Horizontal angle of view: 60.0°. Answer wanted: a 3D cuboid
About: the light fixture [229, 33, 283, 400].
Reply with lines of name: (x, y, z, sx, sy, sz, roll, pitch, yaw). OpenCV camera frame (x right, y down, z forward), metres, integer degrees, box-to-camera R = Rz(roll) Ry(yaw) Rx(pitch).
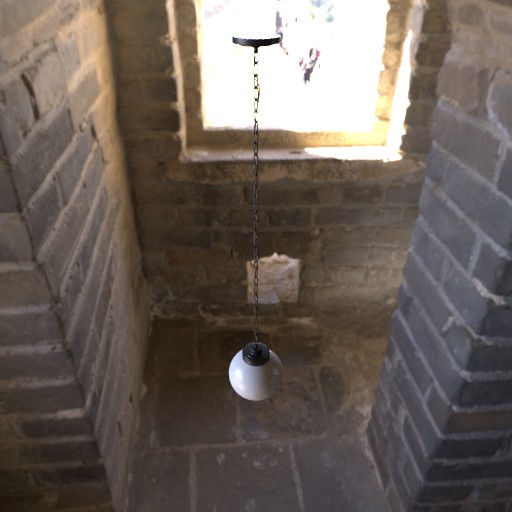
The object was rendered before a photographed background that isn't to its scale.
light fixture: (0.000, 0.000, 2.088, 0.304, 1.867, 0.305, 22, 38, 30)
